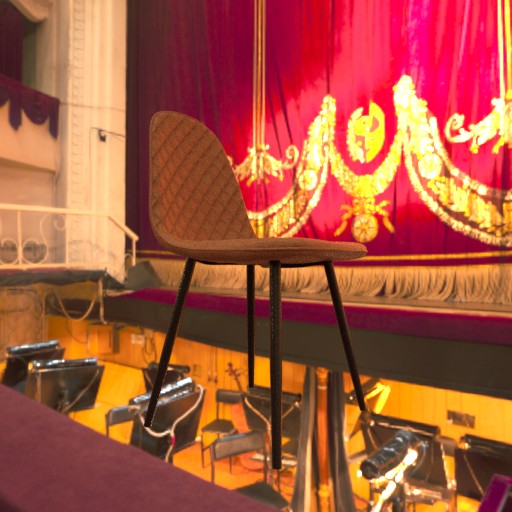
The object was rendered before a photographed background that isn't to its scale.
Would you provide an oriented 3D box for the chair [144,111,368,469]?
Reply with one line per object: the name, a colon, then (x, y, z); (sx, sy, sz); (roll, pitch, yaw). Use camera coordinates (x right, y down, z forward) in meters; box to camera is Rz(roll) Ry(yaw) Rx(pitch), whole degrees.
chair: (0.000, 0.000, 1.230); (0.561, 0.889, 0.472); (-1, -1, 36)
